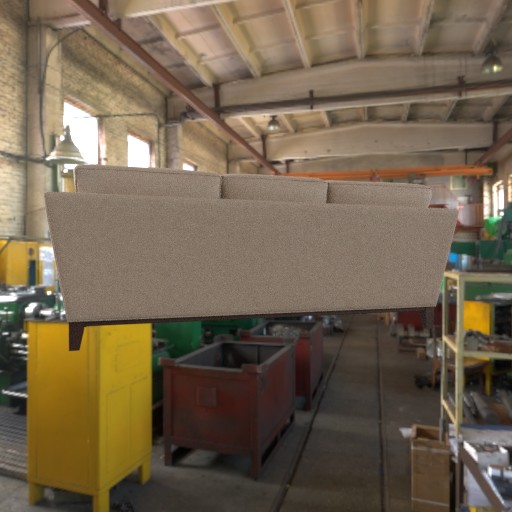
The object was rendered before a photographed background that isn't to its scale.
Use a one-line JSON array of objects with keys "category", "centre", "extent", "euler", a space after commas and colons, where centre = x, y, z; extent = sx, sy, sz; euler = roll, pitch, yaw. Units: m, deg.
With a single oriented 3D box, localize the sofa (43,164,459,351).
[{"category": "sofa", "centre": [0.000, 0.000, 2.868], "extent": [2.388, 0.940, 0.965], "euler": [0, 0, -18]}]
